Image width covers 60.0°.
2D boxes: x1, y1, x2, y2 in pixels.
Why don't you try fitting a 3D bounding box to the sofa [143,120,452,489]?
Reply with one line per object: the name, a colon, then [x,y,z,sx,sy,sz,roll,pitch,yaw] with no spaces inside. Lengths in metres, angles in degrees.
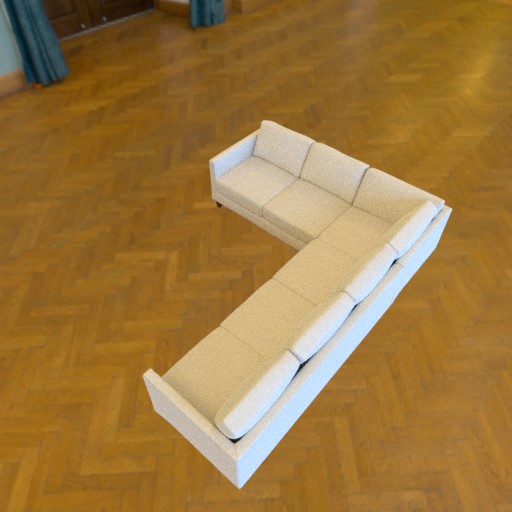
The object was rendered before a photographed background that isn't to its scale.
sofa: [0.000,0.000,4.276,2.432,0.863,3.182,32,55,27]
